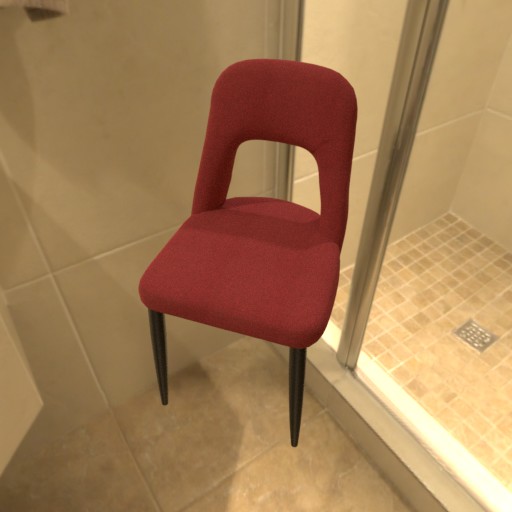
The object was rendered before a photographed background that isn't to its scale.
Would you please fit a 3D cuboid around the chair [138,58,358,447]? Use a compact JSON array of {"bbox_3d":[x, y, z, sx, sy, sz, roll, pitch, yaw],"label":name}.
[{"bbox_3d":[0.000,0.000,1.237,0.483,0.892,0.569,12,43,14],"label":"chair"}]
